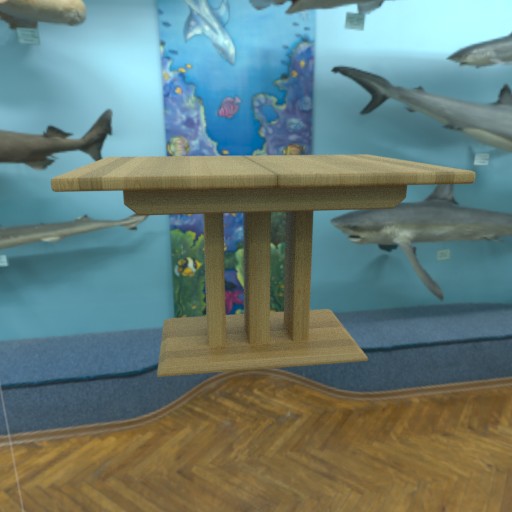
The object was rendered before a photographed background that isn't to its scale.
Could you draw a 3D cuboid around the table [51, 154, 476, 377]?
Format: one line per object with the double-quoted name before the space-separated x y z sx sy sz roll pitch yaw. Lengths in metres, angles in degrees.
"table" 0.000 0.000 1.864 1.300 0.770 0.900 -2 17 -8
